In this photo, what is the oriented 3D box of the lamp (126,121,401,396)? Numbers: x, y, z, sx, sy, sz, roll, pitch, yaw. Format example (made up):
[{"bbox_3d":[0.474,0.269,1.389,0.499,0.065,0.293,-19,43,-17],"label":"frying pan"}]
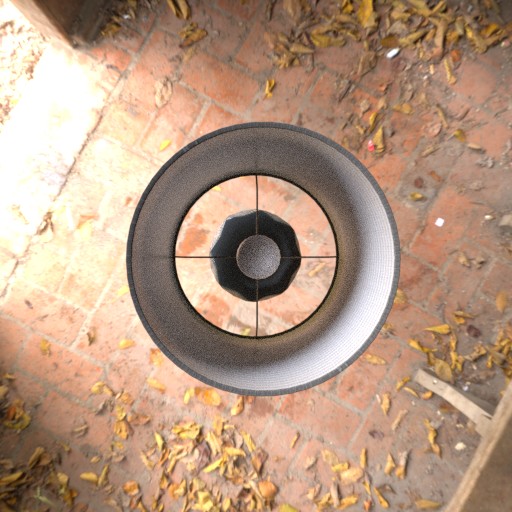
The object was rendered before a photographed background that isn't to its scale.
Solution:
[{"bbox_3d":[0.000,0.000,0.715,0.269,0.566,0.268,0,91,-2],"label":"lamp"}]
